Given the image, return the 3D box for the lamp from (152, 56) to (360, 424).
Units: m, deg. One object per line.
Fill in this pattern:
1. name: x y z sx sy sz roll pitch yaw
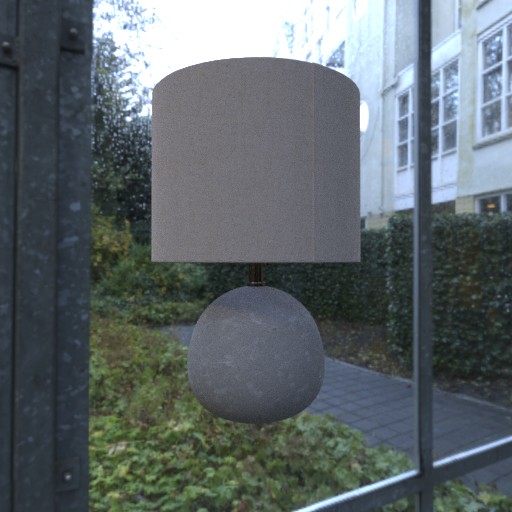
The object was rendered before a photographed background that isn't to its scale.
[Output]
1. lamp: 0.000 0.000 0.587 0.269 0.409 0.269 0 0 -18
